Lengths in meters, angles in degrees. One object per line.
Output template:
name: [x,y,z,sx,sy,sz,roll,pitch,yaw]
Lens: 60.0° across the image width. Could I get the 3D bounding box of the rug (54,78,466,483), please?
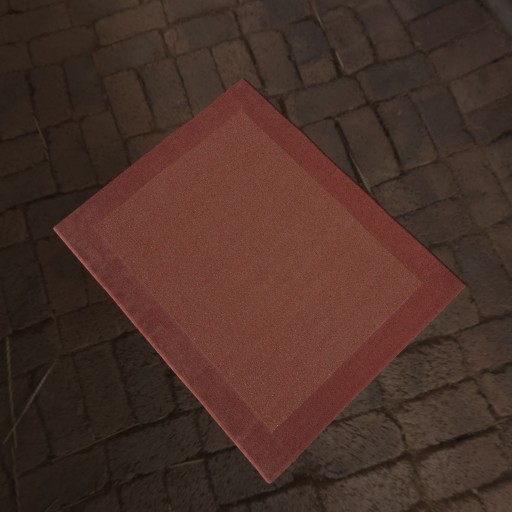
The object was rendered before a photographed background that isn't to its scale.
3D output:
rug: [0.000,0.000,4.064,2.430,0.018,2.976,-42,79,-10]
